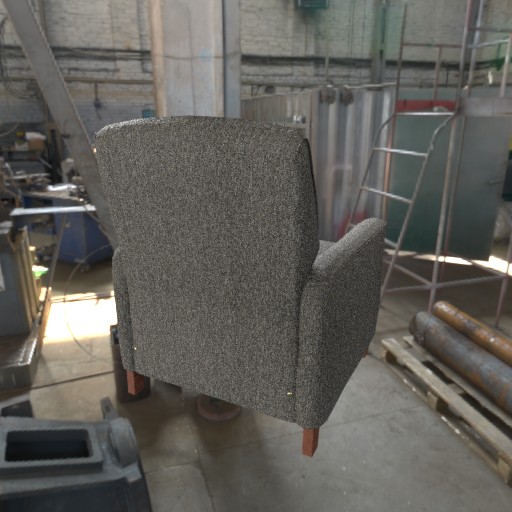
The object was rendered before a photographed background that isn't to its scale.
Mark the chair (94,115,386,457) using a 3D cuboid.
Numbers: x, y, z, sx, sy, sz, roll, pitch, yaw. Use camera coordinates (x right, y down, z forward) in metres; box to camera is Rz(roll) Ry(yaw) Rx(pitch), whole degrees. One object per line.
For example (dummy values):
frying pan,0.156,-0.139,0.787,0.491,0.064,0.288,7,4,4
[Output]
chair,0.000,0.000,1.679,0.848,1.014,0.864,9,20,26
